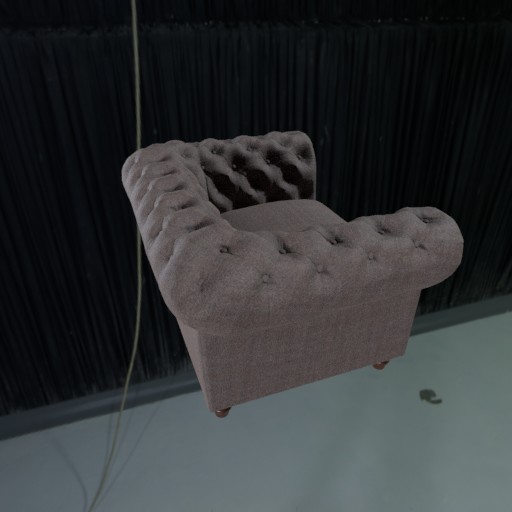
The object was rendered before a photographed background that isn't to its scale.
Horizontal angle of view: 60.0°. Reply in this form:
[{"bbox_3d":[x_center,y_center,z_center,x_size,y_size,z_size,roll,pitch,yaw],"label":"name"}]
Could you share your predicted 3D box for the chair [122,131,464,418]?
[{"bbox_3d":[0.000,0.000,1.902,0.945,0.780,1.298,-11,32,-18],"label":"chair"}]
